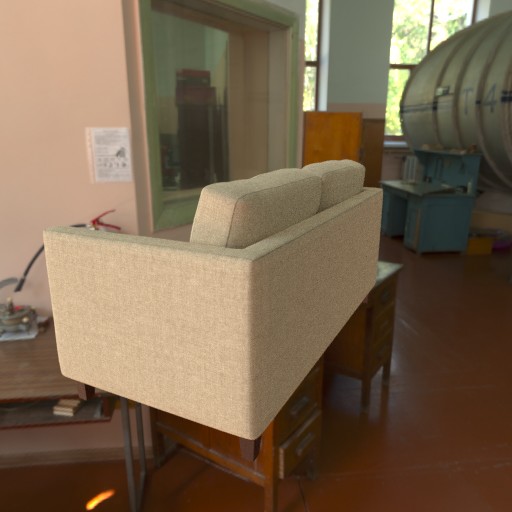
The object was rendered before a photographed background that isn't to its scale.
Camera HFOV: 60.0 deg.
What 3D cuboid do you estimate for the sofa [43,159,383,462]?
[{"bbox_3d":[0.000,0.000,2.363,0.950,0.963,1.884,8,18,26],"label":"sofa"}]
